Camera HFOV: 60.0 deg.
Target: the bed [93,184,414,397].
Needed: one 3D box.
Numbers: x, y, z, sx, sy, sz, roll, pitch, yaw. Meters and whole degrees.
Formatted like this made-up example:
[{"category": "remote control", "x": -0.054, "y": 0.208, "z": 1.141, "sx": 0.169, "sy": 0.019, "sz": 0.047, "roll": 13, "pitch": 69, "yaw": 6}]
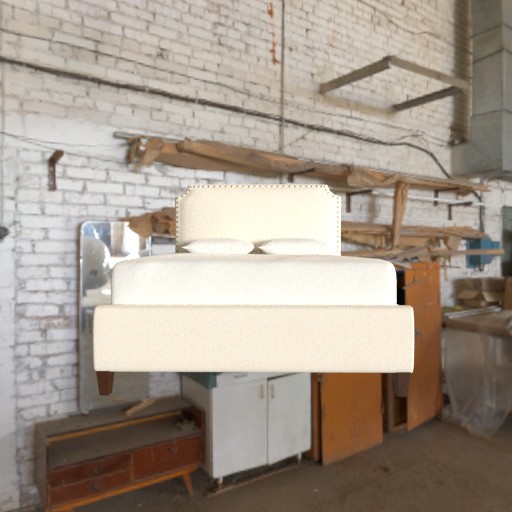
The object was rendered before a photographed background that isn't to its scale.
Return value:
[{"category": "bed", "x": 0.000, "y": 0.000, "z": 3.473, "sx": 1.712, "sy": 1.443, "sz": 2.365, "roll": 0, "pitch": 1, "yaw": 1}]
